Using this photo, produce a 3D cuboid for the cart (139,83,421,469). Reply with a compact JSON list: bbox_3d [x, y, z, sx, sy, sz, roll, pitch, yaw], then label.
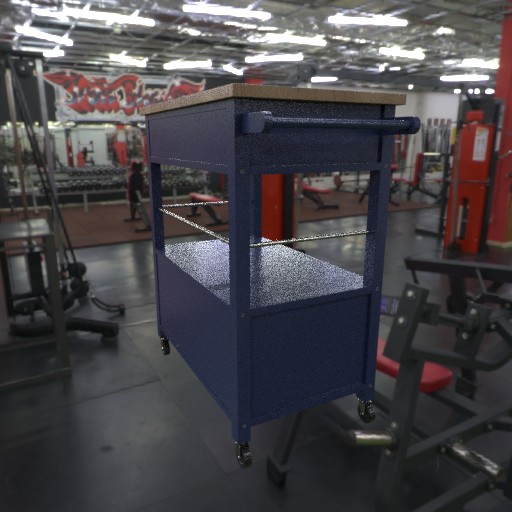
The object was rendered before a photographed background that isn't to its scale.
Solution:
[{"bbox_3d":[0.000,0.000,1.363,0.459,0.901,0.840,-7,16,-27],"label":"cart"}]
